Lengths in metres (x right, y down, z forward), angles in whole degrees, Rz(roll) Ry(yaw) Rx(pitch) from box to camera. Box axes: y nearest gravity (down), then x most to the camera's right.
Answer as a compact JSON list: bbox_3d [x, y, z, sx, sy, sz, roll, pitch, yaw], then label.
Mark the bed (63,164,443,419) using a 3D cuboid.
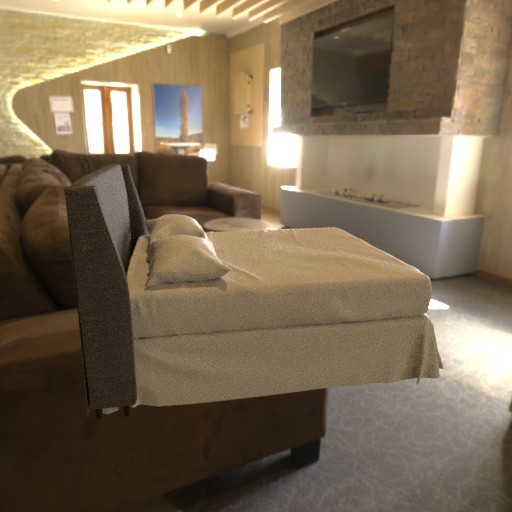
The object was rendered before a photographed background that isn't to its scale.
[{"bbox_3d":[0.000,0.000,3.399,2.276,1.332,1.925,-3,15,-10],"label":"bed"}]
